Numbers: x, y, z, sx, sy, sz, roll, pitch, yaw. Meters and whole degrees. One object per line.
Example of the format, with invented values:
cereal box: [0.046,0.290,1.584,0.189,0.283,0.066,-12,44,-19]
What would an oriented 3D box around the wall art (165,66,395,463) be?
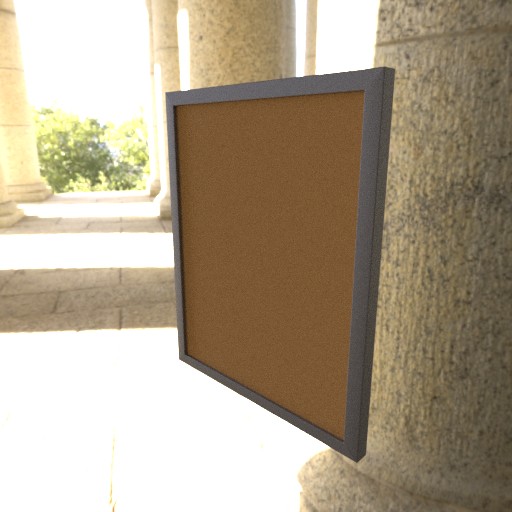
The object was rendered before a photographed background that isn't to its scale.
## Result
wall art: [0.000,0.000,0.763,0.458,0.558,0.029,15,21,43]
